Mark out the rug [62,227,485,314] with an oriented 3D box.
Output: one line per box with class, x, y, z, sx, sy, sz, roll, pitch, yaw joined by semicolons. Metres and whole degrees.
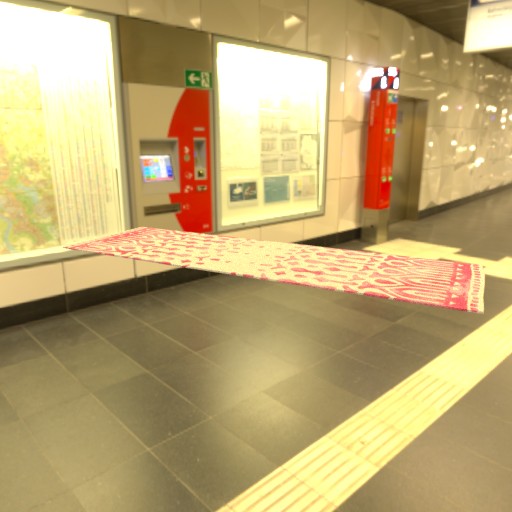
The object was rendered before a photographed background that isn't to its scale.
rug;0.000;0.000;2.654;2.458;0.011;0.787;7;16;27
